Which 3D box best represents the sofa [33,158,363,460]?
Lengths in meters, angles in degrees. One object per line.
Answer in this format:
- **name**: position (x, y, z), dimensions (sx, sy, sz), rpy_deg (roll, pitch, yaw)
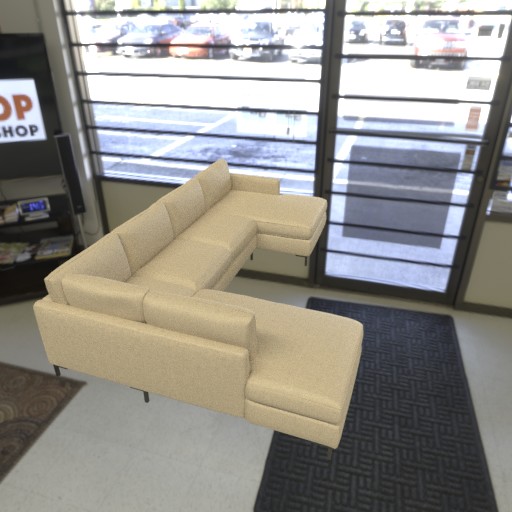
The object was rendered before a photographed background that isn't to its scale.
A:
- **sofa**: position (0.000, 0.000, 3.535), dimensions (1.879, 0.756, 2.737), rpy_deg (10, 30, 17)
